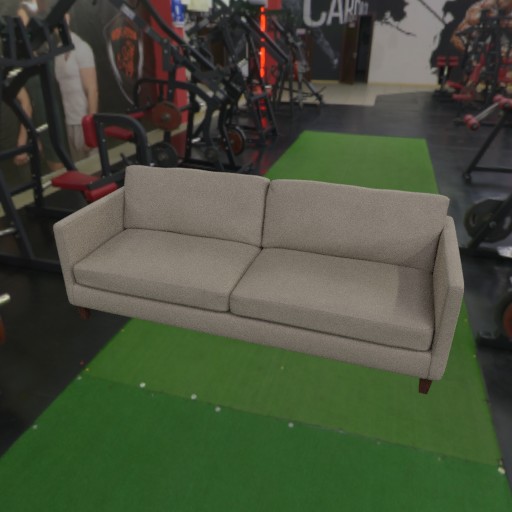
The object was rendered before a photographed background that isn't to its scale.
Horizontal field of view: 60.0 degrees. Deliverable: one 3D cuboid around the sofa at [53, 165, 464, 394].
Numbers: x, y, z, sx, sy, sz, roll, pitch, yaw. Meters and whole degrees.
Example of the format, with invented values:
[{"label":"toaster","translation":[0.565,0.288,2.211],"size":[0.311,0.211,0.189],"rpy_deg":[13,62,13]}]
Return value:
[{"label":"sofa","translation":[0.000,0.000,2.922],"size":[2.404,0.912,0.988],"rpy_deg":[9,29,16]}]
